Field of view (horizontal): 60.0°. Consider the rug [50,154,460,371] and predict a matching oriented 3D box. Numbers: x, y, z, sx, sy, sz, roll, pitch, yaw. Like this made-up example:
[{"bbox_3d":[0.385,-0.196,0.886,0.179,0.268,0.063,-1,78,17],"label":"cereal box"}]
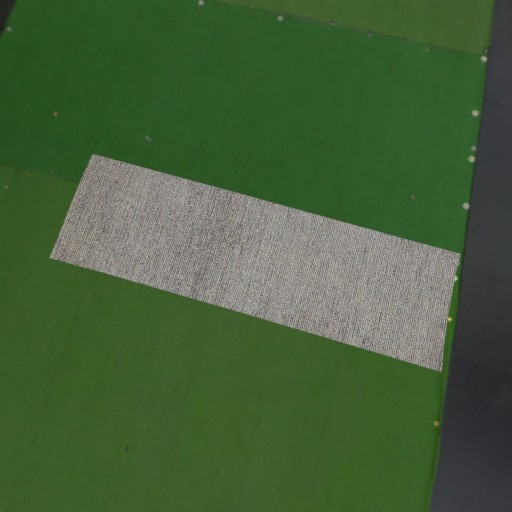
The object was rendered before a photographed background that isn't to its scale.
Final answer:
[{"bbox_3d":[0.000,0.000,2.606,2.335,0.013,0.697,16,77,4],"label":"rug"}]
